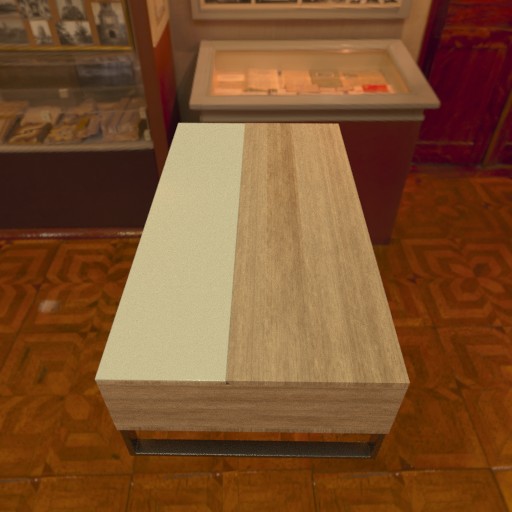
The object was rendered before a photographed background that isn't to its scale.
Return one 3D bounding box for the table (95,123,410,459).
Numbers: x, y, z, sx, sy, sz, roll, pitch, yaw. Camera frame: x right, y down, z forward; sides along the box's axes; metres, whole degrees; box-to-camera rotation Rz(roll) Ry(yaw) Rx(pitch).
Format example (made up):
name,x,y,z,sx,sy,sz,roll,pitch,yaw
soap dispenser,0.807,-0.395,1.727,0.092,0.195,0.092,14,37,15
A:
name,x,y,z,sx,sy,sz,roll,pitch,yaw
table,0.000,0.000,1.369,0.600,0.350,1.100,1,42,1
